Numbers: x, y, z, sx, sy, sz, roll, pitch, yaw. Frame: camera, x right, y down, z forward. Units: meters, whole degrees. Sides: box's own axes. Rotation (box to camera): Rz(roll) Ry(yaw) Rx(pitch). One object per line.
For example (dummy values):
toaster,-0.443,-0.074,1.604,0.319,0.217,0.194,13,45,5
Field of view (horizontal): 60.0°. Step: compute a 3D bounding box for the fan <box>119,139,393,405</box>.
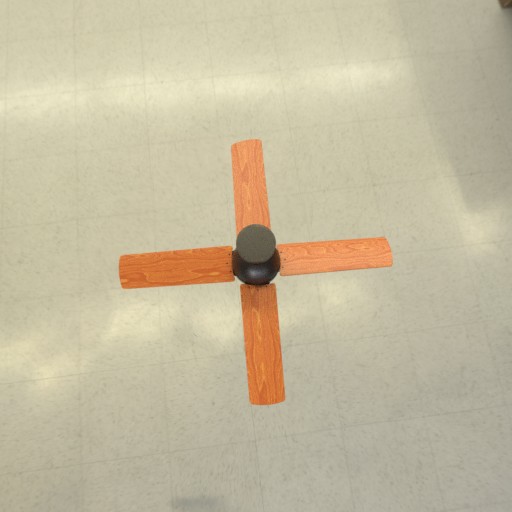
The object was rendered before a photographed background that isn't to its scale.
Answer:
fan,0.000,0.000,2.068,1.332,0.403,1.332,-4,74,-1
